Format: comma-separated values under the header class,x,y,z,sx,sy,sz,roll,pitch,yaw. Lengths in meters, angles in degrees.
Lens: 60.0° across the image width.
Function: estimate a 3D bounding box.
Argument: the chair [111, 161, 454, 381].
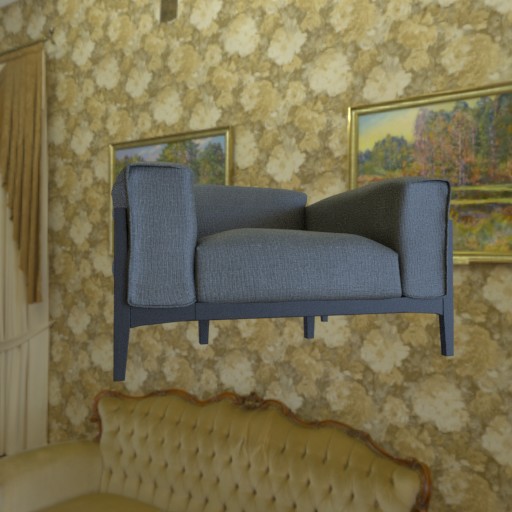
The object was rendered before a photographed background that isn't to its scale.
class,x,y,z,sx,sy,sz,roll,pitch,yaw
chair,0.000,0.000,1.698,1.056,0.646,0.969,0,-1,-17
